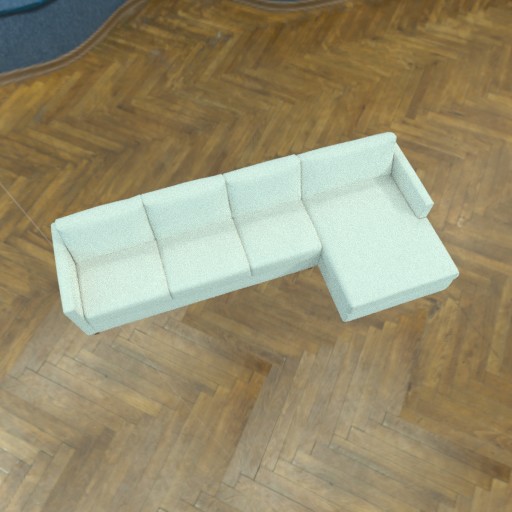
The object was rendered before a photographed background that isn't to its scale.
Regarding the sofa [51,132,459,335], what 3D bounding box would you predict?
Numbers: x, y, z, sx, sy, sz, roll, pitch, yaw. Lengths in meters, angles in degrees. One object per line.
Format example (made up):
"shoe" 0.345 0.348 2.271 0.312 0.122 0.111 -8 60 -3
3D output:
"sofa" 0.000 0.000 4.199 3.471 0.954 1.606 -16 64 -8
